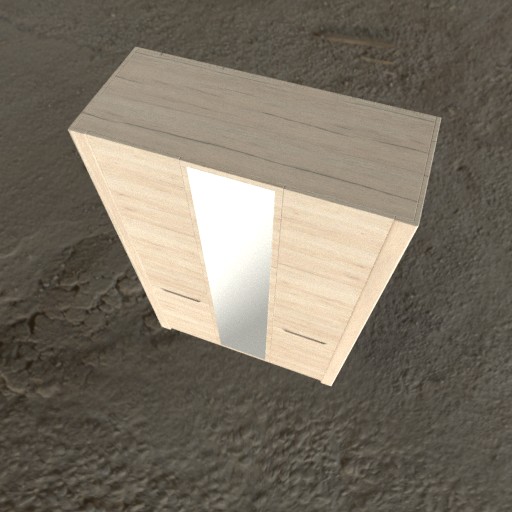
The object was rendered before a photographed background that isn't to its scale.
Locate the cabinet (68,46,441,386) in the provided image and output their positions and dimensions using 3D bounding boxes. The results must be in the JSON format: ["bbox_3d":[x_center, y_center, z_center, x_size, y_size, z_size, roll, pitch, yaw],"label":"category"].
[{"bbox_3d":[0.000,0.000,2.677,1.400,2.070,0.580,17,60,10],"label":"cabinet"}]
